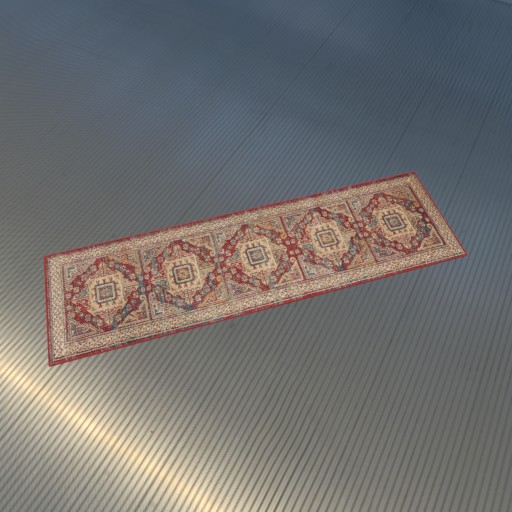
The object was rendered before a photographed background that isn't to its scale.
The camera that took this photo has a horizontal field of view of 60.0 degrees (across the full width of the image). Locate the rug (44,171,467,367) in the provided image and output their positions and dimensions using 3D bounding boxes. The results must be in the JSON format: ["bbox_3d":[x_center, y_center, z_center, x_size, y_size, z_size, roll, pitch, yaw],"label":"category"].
[{"bbox_3d":[0.000,0.000,2.493,2.292,0.015,0.659,-14,59,-9],"label":"rug"}]
